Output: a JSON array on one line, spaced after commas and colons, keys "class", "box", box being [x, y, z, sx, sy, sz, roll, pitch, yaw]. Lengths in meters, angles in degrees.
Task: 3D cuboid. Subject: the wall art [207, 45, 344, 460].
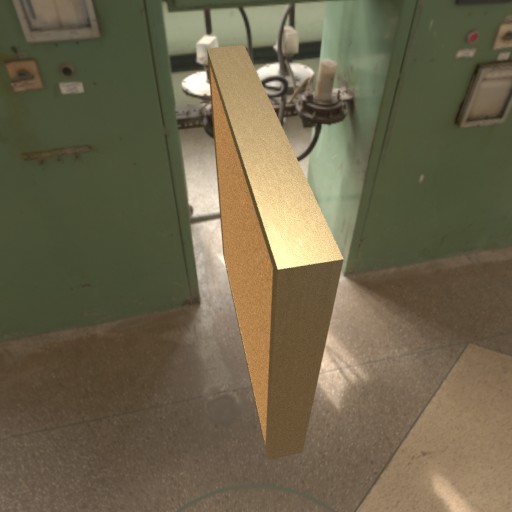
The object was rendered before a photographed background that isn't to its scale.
[{"class": "wall art", "box": [0.000, 0.000, 0.460, 0.038, 0.305, 0.304, -9, 48, -8]}]
